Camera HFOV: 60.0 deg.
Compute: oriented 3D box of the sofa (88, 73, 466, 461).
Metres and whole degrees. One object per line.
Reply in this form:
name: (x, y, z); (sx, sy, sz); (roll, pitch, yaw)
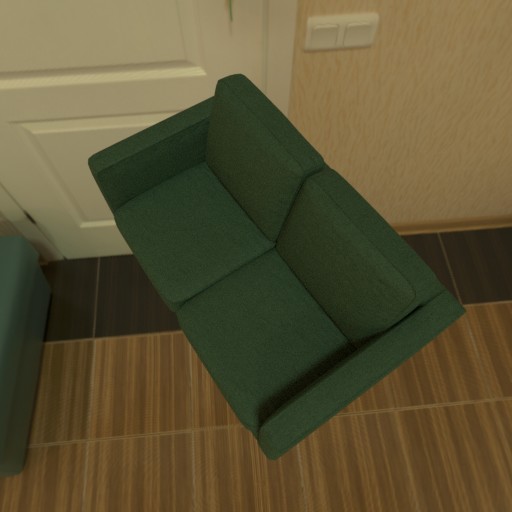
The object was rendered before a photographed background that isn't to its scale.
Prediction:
sofa: (0.000, 0.000, 1.960); (0.879, 0.899, 1.430); (-31, 67, -15)
